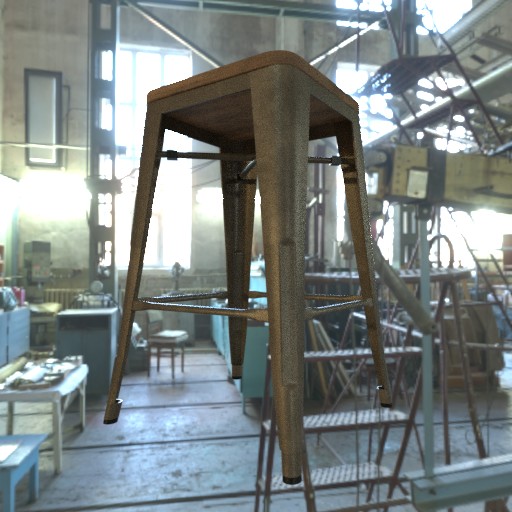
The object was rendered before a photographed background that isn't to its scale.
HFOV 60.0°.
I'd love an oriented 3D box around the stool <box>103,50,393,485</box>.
[{"bbox_3d":[0.000,0.000,0.861,0.407,0.607,0.407,-1,-1,35],"label":"stool"}]
